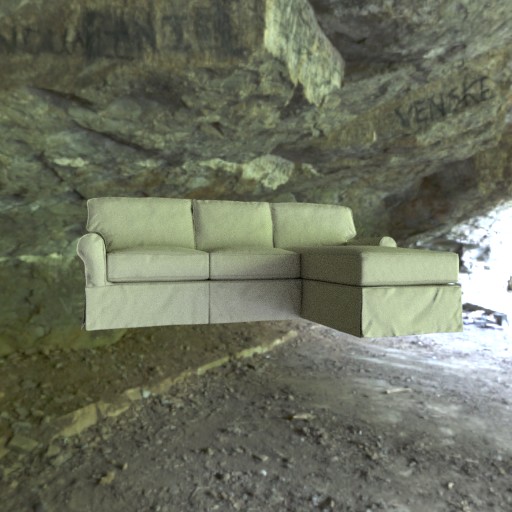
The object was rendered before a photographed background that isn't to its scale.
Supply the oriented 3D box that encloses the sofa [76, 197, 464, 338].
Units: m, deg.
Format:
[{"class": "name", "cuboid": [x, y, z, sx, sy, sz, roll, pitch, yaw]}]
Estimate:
[{"class": "sofa", "cuboid": [0.000, 0.000, 3.278, 2.475, 0.978, 1.733, 0, 1, -18]}]
